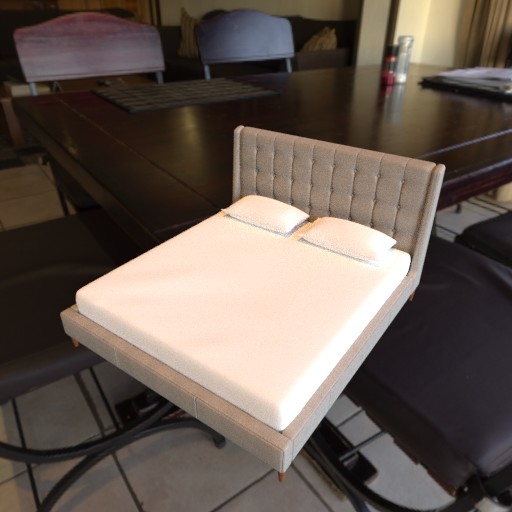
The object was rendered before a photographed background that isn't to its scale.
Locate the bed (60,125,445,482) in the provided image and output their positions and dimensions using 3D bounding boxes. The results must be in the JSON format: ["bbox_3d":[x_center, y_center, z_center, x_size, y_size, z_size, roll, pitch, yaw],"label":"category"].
[{"bbox_3d":[0.000,0.000,3.554,2.062,1.289,2.342,20,37,30],"label":"bed"}]
